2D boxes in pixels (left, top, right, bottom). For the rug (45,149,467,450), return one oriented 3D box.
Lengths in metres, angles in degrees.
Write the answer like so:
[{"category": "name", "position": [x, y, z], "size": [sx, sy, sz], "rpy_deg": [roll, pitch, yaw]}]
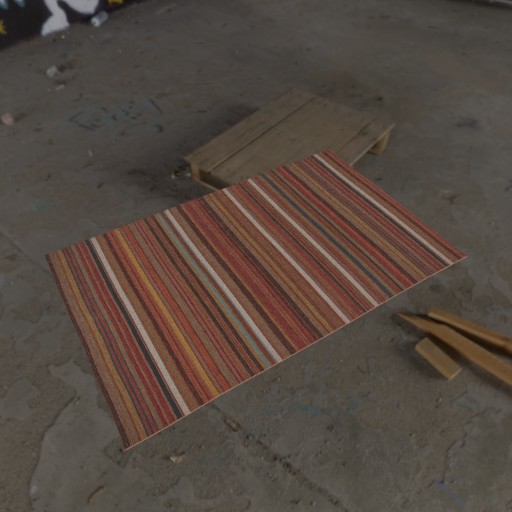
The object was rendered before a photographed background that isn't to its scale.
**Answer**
[{"category": "rug", "position": [0.000, 0.000, 3.010], "size": [2.438, 0.008, 1.523], "rpy_deg": [-24, 51, -21]}]
